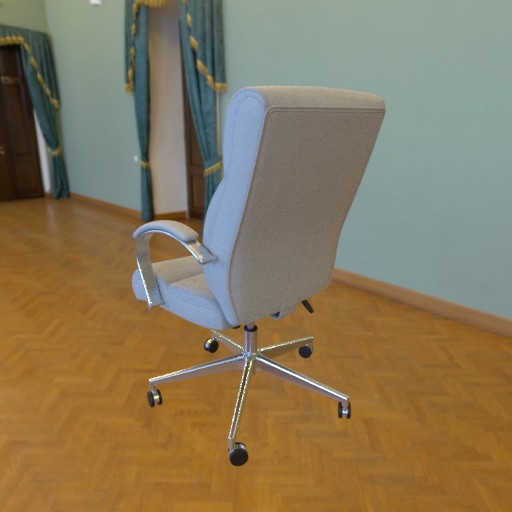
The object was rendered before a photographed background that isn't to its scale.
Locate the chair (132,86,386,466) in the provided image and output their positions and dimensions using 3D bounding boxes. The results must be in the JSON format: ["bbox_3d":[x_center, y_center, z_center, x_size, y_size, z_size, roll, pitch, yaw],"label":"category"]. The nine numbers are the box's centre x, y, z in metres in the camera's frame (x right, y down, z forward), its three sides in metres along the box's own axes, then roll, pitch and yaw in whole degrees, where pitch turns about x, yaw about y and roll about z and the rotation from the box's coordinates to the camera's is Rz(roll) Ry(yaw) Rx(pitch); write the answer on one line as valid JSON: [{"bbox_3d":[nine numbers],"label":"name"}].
[{"bbox_3d":[0.000,0.000,1.575,0.745,1.099,0.727,17,24,42],"label":"chair"}]
